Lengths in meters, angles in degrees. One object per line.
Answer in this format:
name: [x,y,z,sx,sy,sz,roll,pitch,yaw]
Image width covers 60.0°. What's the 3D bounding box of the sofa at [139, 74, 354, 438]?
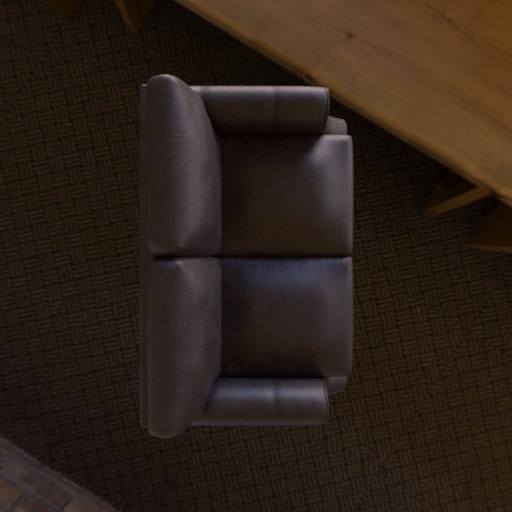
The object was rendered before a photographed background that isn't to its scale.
sofa: [0.000,0.000,2.296,1.030,0.979,1.663,0,90,0]
